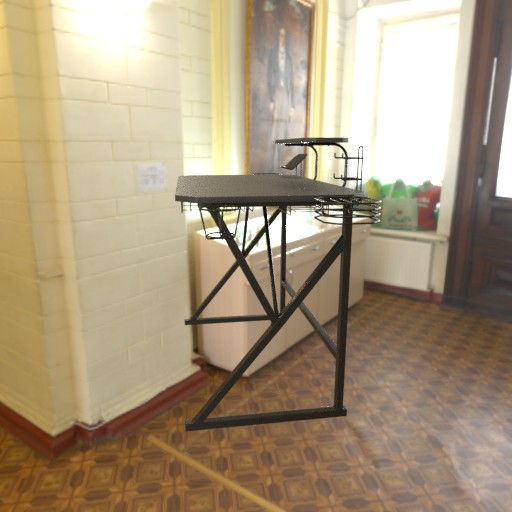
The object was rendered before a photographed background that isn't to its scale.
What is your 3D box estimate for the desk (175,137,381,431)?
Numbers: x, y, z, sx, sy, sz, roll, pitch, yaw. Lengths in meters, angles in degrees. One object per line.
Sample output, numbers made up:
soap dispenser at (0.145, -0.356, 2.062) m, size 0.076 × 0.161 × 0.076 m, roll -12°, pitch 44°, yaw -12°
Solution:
desk at (0.000, 0.000, 1.724) m, size 0.580 × 0.880 × 1.290 m, roll -2°, pitch 14°, yaw -9°
